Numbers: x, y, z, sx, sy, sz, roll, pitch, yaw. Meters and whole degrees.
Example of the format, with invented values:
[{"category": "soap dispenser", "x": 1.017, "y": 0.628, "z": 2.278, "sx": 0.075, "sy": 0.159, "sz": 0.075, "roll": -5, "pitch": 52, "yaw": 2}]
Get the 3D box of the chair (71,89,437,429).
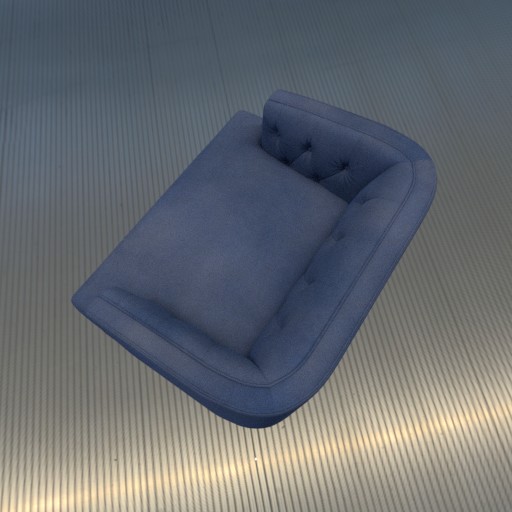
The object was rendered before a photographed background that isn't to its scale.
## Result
[{"category": "chair", "x": 0.000, "y": 0.000, "z": 1.732, "sx": 0.914, "sy": 0.787, "sz": 1.118, "roll": 31, "pitch": 69, "yaw": 13}]
